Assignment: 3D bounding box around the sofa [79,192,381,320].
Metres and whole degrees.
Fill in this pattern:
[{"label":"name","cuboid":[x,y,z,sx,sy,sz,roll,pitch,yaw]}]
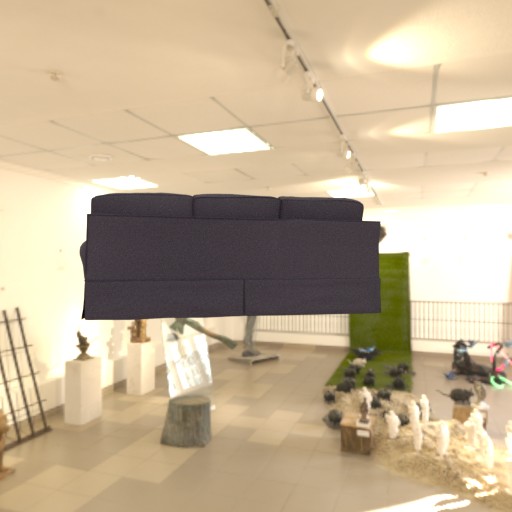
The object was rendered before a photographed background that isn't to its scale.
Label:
[{"label":"sofa","cuboid":[0.000,0.000,5.166,2.874,1.169,3.773,0,-1,19]}]
